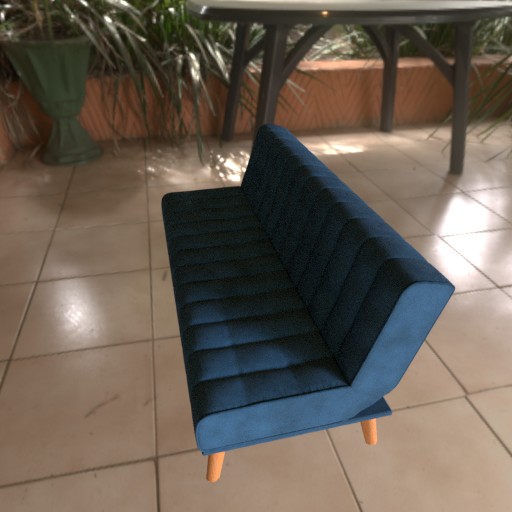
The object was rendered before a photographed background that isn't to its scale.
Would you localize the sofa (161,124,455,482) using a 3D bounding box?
[{"bbox_3d":[0.000,0.000,2.240,0.855,0.813,1.804,-7,33,-12],"label":"sofa"}]
